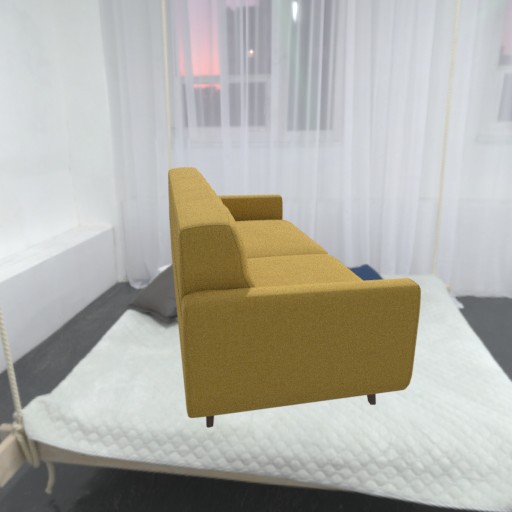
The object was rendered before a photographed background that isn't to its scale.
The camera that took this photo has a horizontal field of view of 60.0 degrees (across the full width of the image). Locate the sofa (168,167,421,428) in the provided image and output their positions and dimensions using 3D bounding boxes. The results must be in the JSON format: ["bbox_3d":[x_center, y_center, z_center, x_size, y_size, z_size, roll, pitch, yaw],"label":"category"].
[{"bbox_3d":[0.000,0.000,2.493,0.909,0.841,2.029,-4,18,-11],"label":"sofa"}]
